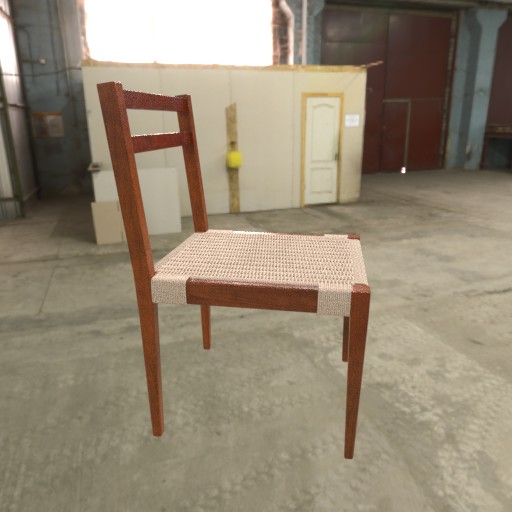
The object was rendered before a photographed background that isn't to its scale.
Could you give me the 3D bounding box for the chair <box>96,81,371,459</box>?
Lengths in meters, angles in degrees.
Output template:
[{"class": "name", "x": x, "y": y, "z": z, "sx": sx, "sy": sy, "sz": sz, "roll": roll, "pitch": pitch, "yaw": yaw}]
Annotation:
[{"class": "chair", "x": 0.000, "y": 0.000, "z": 1.199, "sx": 0.569, "sy": 0.851, "sz": 0.495, "roll": 3, "pitch": 17, "yaw": 9}]
